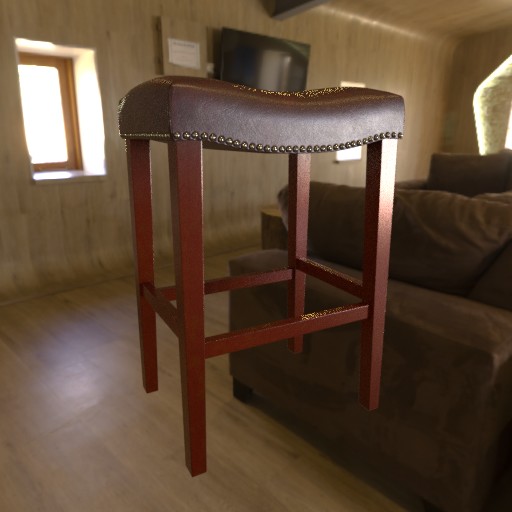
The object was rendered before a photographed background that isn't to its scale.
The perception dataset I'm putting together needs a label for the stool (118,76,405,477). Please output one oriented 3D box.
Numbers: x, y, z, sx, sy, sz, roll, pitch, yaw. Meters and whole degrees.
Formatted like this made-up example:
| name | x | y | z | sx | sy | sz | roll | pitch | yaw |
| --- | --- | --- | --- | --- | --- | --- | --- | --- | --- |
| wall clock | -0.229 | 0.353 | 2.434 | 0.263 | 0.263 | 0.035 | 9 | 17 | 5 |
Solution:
| name | x | y | z | sx | sy | sz | roll | pitch | yaw |
| --- | --- | --- | --- | --- | --- | --- | --- | --- | --- |
| stool | 0.000 | 0.000 | 1.022 | 0.504 | 0.742 | 0.372 | -8 | 17 | -27 |
